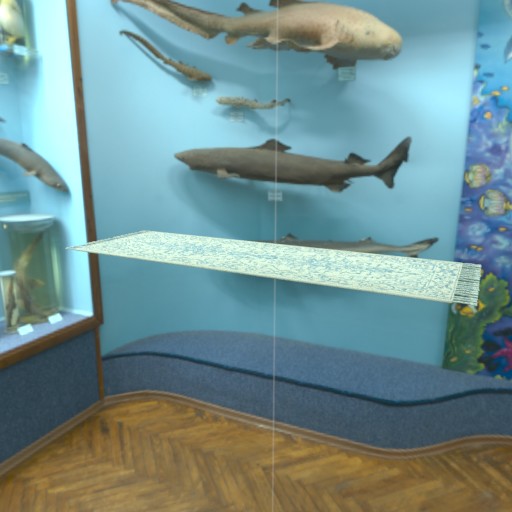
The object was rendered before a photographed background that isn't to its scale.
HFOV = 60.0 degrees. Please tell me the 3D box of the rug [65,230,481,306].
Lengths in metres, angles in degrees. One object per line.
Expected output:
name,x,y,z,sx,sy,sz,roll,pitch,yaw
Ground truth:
rug,0.000,0.000,2.697,2.449,0.011,0.774,7,15,27
